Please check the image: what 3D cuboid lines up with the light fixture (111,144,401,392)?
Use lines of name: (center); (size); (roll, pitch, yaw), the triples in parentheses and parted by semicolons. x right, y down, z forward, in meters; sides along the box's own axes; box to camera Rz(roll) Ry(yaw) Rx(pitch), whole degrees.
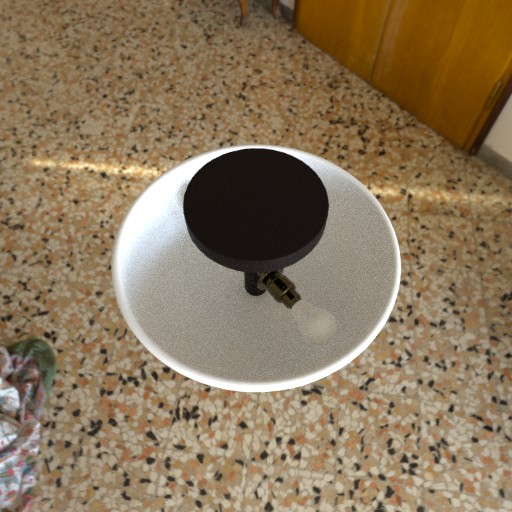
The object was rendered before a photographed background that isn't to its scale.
light fixture: (0.000, 0.000, 0.532); (0.331, 0.212, 0.331); (0, 58, 0)
